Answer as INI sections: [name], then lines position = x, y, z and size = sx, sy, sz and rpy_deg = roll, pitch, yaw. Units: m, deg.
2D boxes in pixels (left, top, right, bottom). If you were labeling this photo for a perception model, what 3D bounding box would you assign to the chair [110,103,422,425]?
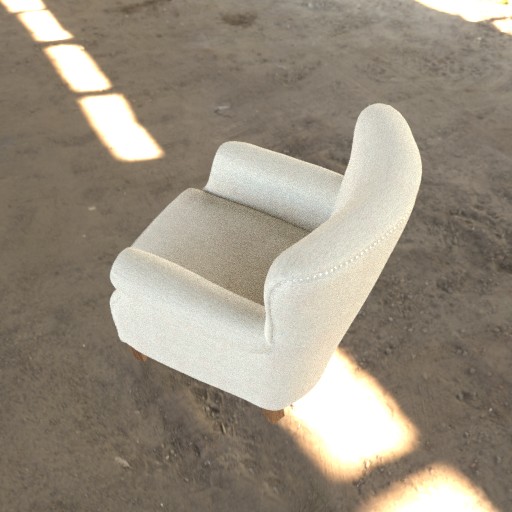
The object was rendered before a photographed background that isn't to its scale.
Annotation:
[chair]
position = 0.000, 0.000, 1.588
size = 0.921, 0.936, 0.861
rpy_deg = 18, 48, 17
